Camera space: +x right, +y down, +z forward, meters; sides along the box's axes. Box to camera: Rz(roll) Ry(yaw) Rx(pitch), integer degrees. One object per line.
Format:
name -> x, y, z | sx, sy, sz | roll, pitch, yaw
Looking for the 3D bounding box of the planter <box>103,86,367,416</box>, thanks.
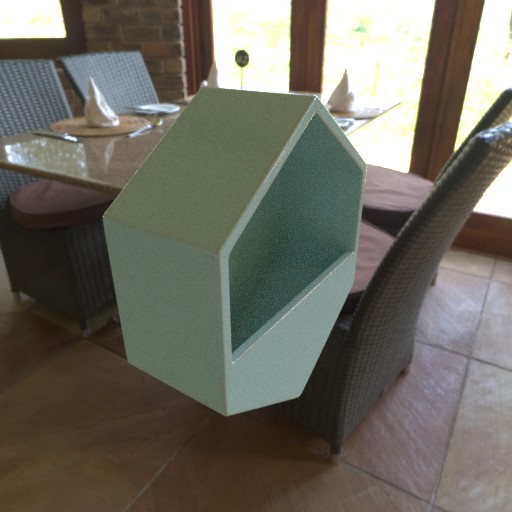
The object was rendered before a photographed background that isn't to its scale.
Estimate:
planter -> 0.000, 0.000, 0.293 | 0.078, 0.207, 0.169 | 17, 32, 30
